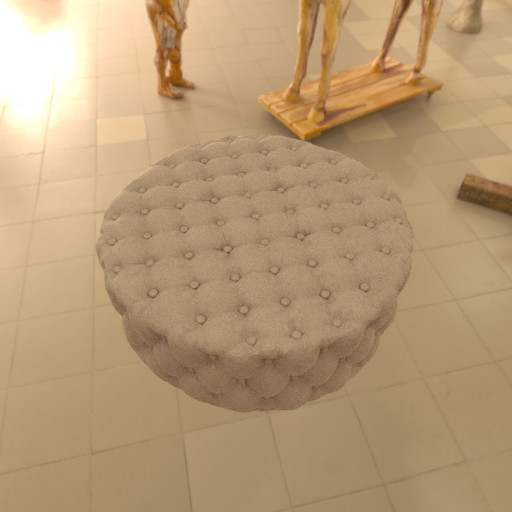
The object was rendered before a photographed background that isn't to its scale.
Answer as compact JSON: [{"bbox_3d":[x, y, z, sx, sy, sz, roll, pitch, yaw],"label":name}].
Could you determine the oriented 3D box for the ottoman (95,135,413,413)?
[{"bbox_3d":[0.000,0.000,1.533,0.998,0.399,0.998,0,48,0],"label":"ottoman"}]
